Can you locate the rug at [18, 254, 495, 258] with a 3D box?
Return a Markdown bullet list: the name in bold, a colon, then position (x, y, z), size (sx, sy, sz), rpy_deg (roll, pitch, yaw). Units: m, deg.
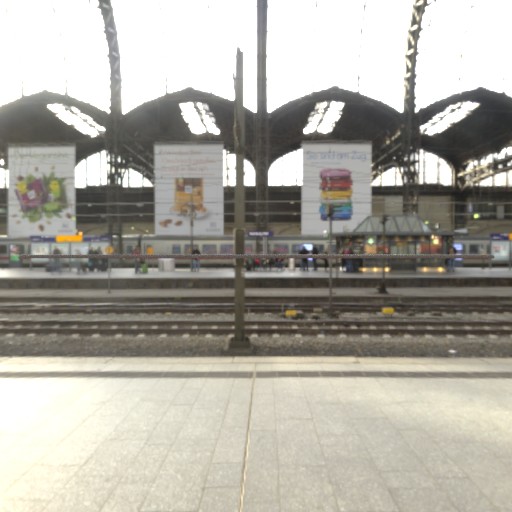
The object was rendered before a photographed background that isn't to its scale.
- **rug**: position (0.000, 0.000, 2.082), size (1.676, 0.013, 1.067), rpy_deg (0, 0, -1)
